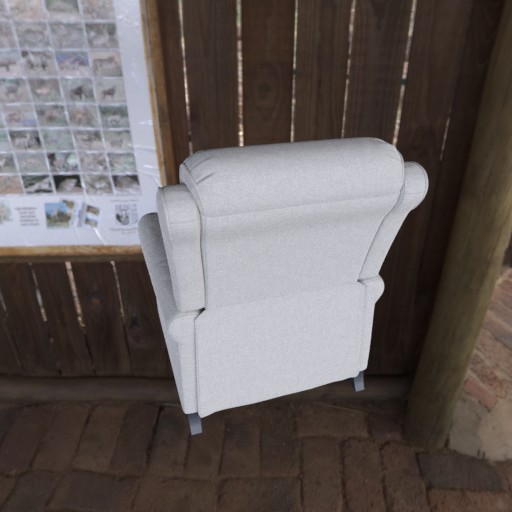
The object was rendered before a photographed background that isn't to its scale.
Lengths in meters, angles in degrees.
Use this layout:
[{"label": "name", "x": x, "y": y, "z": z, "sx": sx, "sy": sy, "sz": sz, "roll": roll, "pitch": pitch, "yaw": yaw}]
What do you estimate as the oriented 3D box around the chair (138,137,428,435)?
[{"label": "chair", "x": 0.000, "y": 0.000, "z": 1.777, "sx": 0.859, "sy": 1.046, "sz": 0.919, "roll": -9, "pitch": 28, "yaw": -17}]
